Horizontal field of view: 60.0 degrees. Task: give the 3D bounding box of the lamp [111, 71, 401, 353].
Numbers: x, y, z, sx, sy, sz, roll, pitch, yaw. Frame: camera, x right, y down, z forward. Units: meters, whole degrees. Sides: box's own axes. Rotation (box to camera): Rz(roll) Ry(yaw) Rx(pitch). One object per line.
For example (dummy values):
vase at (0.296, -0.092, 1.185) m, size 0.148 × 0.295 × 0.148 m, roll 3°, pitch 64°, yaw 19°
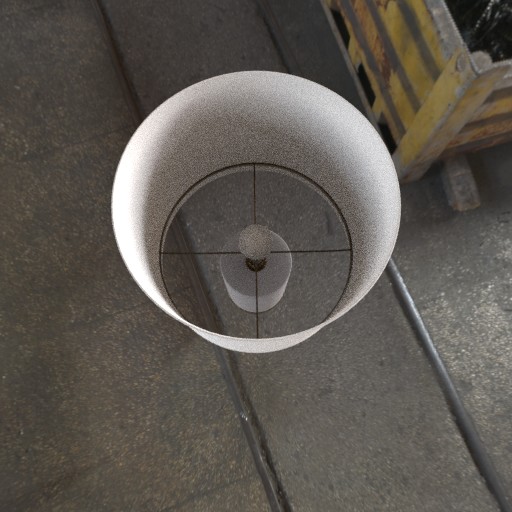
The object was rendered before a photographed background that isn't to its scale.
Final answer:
lamp at (0.000, 0.000, 0.535) m, size 0.229 × 0.380 × 0.229 m, roll 0°, pitch 75°, yaw 0°
